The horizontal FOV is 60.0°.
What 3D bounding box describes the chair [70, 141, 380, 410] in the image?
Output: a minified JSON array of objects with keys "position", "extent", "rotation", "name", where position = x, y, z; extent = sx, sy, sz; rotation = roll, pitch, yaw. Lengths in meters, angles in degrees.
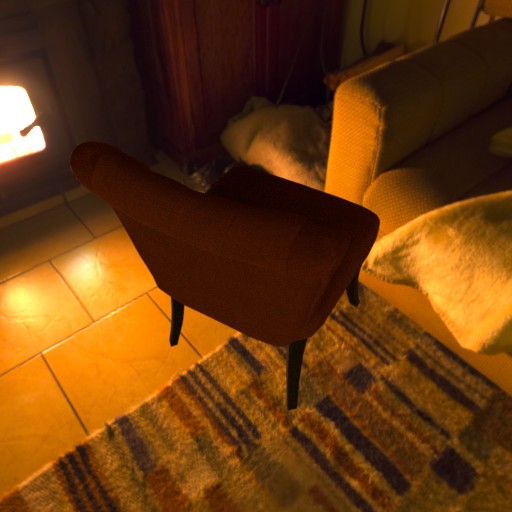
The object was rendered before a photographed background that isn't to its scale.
[{"position":[0.000,0.000,1.181],"extent":[0.582,0.750,0.605],"rotation":[22,49,21],"name":"chair"}]
